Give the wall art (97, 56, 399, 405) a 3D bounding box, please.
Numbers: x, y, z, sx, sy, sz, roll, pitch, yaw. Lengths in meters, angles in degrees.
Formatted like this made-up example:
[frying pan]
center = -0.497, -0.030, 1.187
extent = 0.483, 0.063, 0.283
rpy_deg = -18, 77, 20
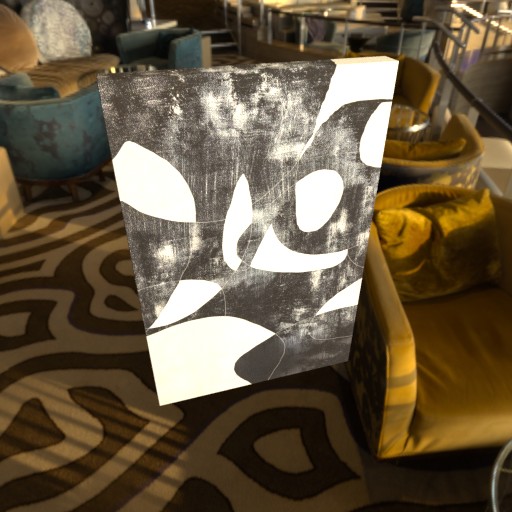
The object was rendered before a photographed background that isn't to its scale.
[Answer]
[wall art]
center = 0.000, 0.000, 0.762
extent = 0.407, 0.610, 0.039
rpy_deg = -10, 36, -14
